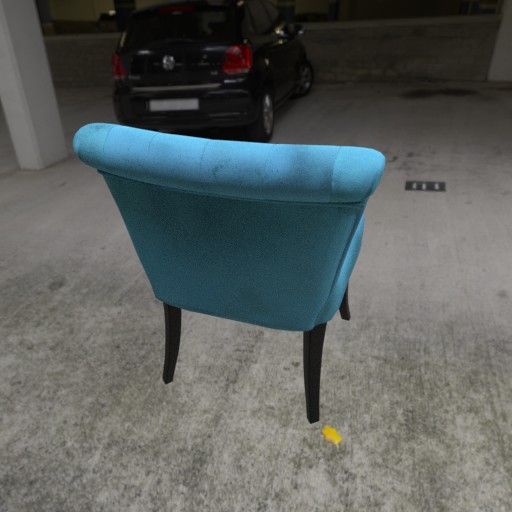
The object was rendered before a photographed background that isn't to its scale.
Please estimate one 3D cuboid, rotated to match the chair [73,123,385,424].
[{"bbox_3d":[0.000,0.000,1.153,0.582,0.750,0.605,10,32,15],"label":"chair"}]
